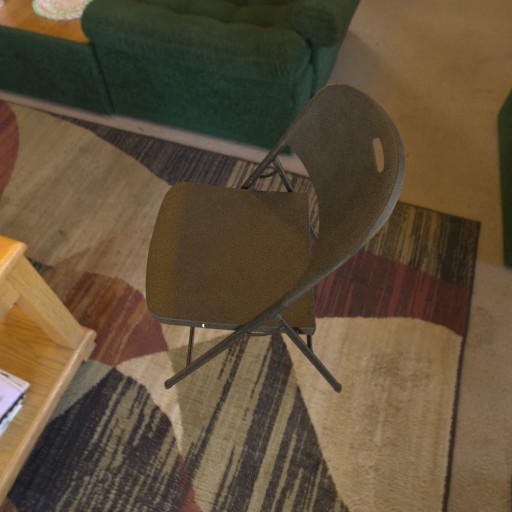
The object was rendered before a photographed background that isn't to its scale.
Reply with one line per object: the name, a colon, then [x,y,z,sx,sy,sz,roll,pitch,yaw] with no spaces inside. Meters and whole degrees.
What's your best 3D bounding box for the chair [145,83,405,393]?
chair: [0.000,0.000,1.185,0.566,0.810,0.494,1,57,1]
